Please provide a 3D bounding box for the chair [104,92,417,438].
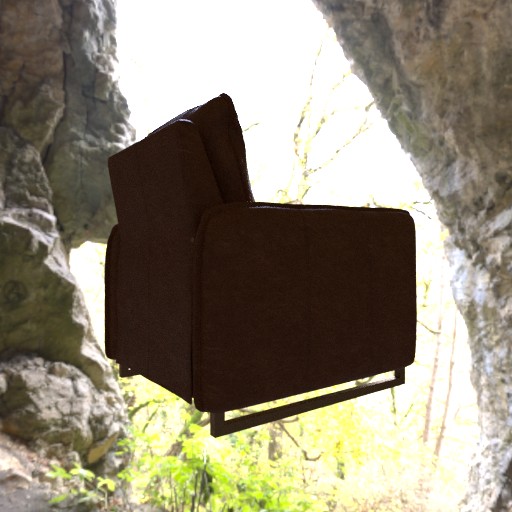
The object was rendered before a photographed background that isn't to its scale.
[{"bbox_3d":[0.000,0.000,1.638,0.922,0.922,0.830,0,0,-36],"label":"chair"}]
